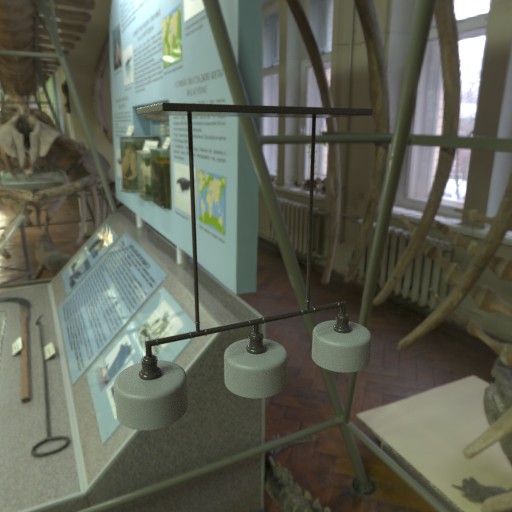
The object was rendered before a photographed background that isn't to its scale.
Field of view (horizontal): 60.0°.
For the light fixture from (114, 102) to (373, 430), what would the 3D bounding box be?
[{"bbox_3d":[0.000,0.000,0.881,0.582,0.557,0.177,-8,17,-25],"label":"light fixture"}]
